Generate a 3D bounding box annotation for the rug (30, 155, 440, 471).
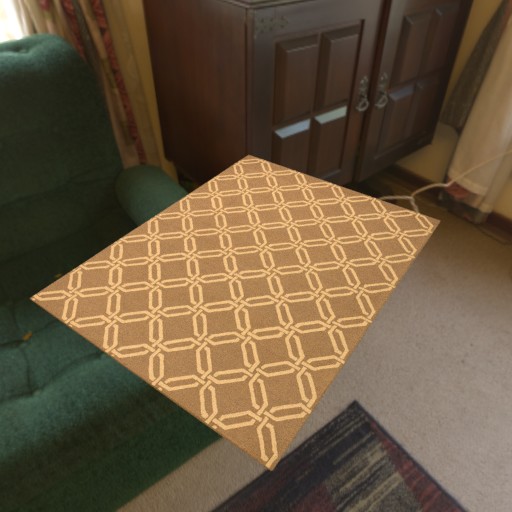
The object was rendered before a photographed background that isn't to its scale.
[{"bbox_3d":[0.000,0.000,3.861,2.288,0.018,2.895,25,46,26],"label":"rug"}]
